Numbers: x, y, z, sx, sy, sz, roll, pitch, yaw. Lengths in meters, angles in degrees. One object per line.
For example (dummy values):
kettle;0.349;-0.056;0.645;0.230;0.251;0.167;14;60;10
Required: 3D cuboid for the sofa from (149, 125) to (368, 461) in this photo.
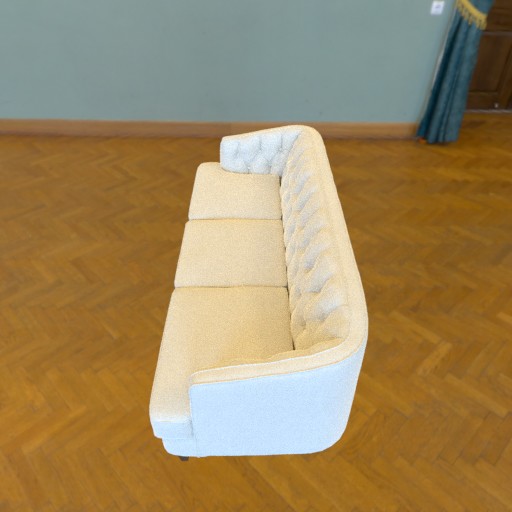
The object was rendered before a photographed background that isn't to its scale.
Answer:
sofa;0.000;0.000;2.737;0.941;0.855;2.278;0;40;0
